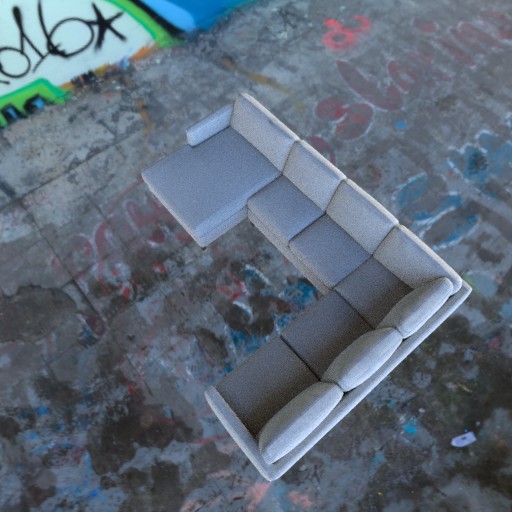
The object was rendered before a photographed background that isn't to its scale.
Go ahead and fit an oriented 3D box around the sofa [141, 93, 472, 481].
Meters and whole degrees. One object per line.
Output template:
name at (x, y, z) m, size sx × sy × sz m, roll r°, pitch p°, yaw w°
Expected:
sofa at (0.000, 0.000, 4.669) m, size 2.593 × 0.959 × 3.460 m, roll -37°, pitch 68°, yaw -17°
